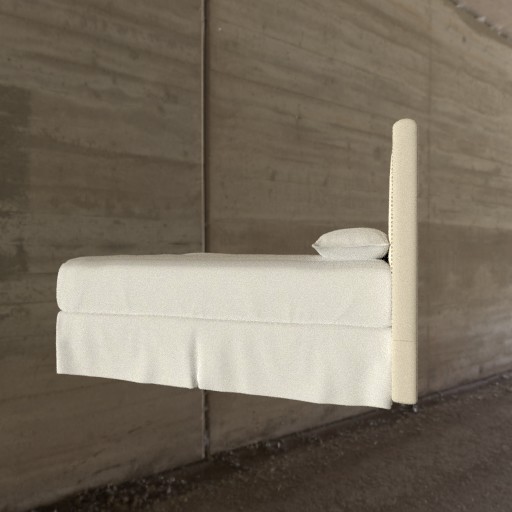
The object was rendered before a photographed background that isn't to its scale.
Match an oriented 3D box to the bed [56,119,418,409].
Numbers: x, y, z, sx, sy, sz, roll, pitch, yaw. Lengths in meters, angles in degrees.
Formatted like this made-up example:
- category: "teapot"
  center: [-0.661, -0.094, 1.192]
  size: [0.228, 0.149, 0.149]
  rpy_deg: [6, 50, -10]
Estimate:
- category: "bed"
  center: [0.000, 0.000, 3.171]
  size: [2.143, 1.460, 1.753]
  rpy_deg: [0, 1, 18]
